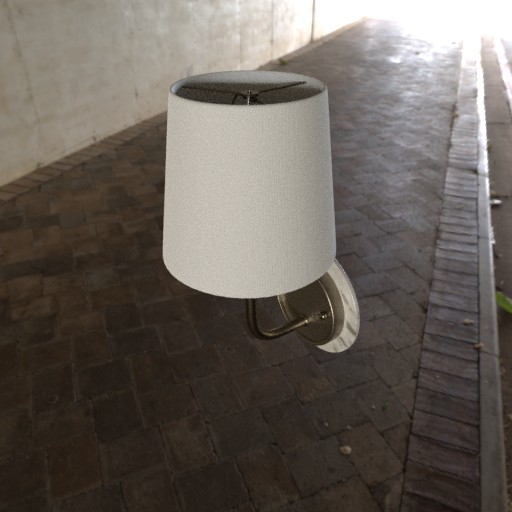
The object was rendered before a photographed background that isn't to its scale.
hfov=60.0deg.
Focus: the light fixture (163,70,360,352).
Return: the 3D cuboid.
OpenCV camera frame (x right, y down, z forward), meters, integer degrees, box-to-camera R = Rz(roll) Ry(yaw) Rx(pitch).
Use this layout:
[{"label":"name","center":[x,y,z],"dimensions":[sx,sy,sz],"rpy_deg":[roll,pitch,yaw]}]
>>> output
[{"label":"light fixture","center":[0.000,0.000,0.456],"dimensions":[0.188,0.337,0.168],"rpy_deg":[-21,39,-29]}]
